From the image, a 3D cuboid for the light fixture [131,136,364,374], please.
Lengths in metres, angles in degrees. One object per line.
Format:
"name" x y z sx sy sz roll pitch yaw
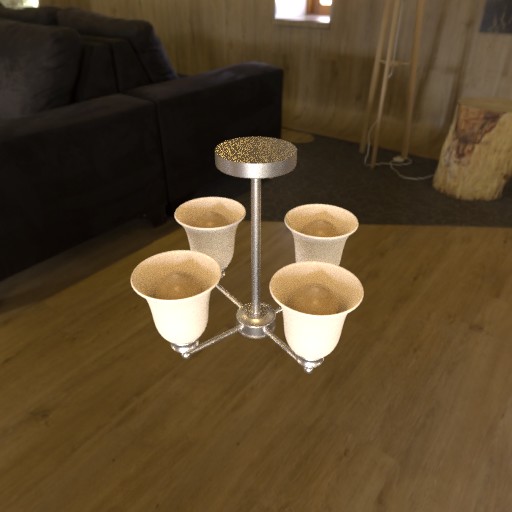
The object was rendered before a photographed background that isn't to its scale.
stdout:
"light fixture" 0.000 0.000 0.748 0.427 0.370 0.427 -21 38 -30
